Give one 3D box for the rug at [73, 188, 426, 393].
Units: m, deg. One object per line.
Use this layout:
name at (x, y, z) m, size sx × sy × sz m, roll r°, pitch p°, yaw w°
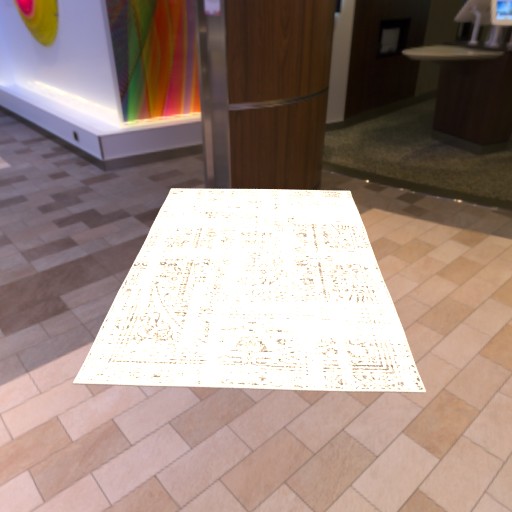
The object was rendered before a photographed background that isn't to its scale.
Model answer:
rug at (0.000, 0.000, 3.160) m, size 1.706 × 0.026 × 2.438 m, roll 1°, pitch 31°, yaw 2°
